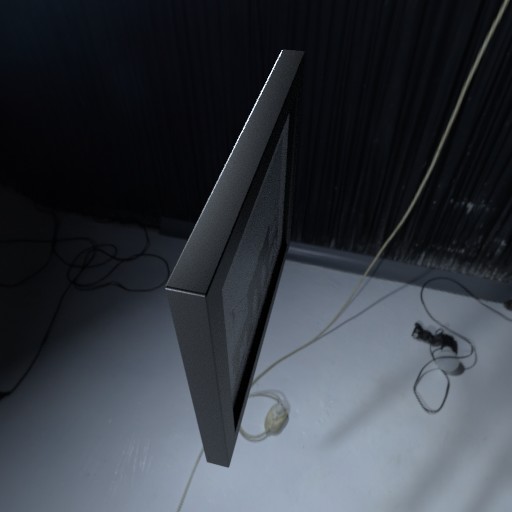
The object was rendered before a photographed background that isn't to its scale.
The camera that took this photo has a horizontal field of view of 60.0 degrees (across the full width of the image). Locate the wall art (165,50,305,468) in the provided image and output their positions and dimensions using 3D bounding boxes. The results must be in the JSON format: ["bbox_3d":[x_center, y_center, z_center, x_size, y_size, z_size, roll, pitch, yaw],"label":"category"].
[{"bbox_3d":[0.000,0.000,0.529,0.028,0.330,0.380,10,48,9],"label":"wall art"}]
